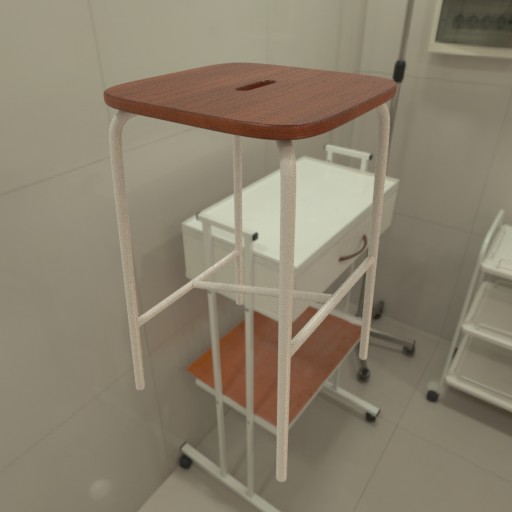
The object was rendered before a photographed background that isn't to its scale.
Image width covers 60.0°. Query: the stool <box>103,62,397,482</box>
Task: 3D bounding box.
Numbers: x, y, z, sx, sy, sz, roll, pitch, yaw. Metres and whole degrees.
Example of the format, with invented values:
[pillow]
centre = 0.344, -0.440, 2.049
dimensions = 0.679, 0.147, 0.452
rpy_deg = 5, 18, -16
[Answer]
[stool]
centre = 0.000, 0.000, 0.832
dimensions = 0.376, 0.610, 0.376
rpy_deg = 20, 37, 29
